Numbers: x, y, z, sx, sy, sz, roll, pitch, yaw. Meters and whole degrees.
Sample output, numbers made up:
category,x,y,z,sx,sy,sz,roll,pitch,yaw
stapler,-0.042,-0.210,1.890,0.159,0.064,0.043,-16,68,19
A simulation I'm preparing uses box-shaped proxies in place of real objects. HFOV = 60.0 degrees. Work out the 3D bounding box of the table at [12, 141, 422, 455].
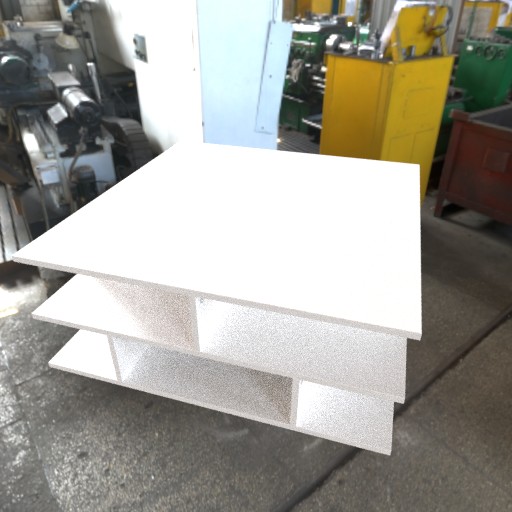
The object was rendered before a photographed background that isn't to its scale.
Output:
category,x,y,z,sx,sy,sz,roll,pitch,yaw
table,0.000,0.000,1.066,0.700,0.289,0.700,9,33,15
